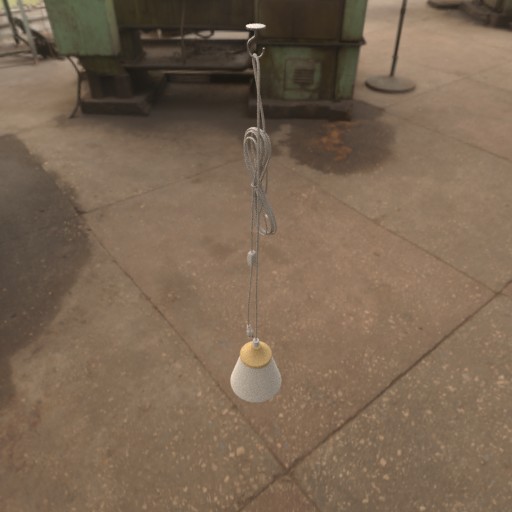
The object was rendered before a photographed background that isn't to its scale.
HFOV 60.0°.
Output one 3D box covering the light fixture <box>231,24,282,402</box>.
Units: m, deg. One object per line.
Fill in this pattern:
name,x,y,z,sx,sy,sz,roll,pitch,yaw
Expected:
light fixture,0.000,0.000,1.026,0.153,0.966,0.153,-25,45,-27
